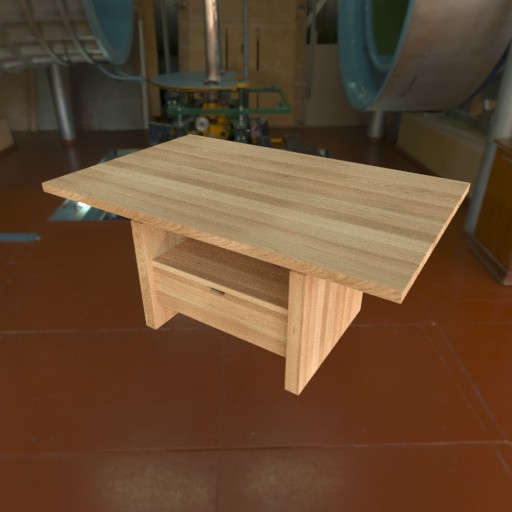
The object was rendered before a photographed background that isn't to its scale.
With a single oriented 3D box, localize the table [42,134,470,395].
[{"bbox_3d":[0.000,0.000,1.472,1.100,0.510,0.700,17,34,28],"label":"table"}]
